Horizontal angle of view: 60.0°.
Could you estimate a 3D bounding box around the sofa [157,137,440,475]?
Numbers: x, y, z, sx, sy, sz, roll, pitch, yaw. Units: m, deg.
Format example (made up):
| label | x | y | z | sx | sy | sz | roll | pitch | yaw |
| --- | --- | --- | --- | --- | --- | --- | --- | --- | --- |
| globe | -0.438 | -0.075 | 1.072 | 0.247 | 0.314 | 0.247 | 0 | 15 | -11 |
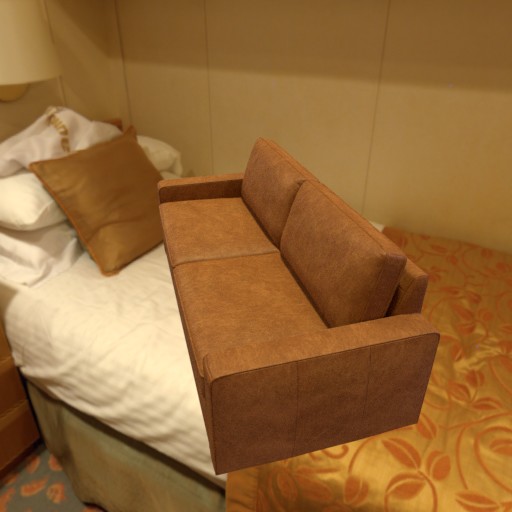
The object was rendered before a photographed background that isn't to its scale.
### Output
| label | x | y | z | sx | sy | sz | roll | pitch | yaw |
| --- | --- | --- | --- | --- | --- | --- | --- | --- | --- |
| sofa | 0.000 | 0.000 | 2.635 | 0.991 | 0.928 | 2.156 | -8 | 31 | -14 |
